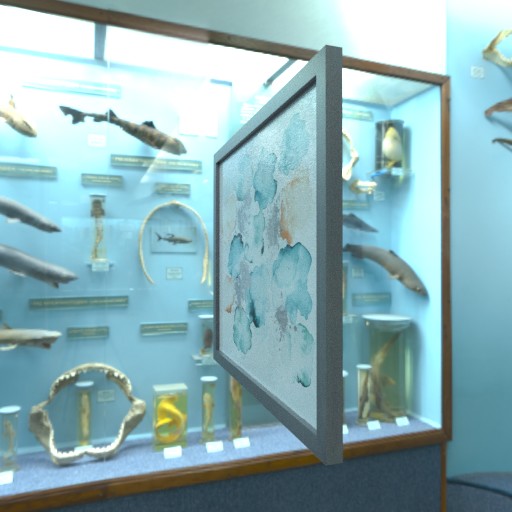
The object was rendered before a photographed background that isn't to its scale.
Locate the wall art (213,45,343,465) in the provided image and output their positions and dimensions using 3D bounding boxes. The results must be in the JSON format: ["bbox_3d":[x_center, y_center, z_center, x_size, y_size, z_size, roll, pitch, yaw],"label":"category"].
[{"bbox_3d":[0.000,0.000,0.904,0.026,0.558,0.660,0,0,-19],"label":"wall art"}]
